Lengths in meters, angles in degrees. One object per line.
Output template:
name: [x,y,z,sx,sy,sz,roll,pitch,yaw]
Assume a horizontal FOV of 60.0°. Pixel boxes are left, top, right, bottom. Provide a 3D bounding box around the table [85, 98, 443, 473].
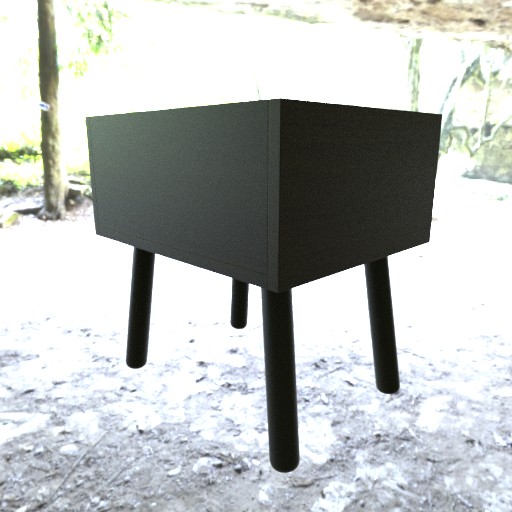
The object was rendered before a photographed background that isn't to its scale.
table: [0.000,0.000,0.776,0.370,0.470,0.450,-14,20,-43]
